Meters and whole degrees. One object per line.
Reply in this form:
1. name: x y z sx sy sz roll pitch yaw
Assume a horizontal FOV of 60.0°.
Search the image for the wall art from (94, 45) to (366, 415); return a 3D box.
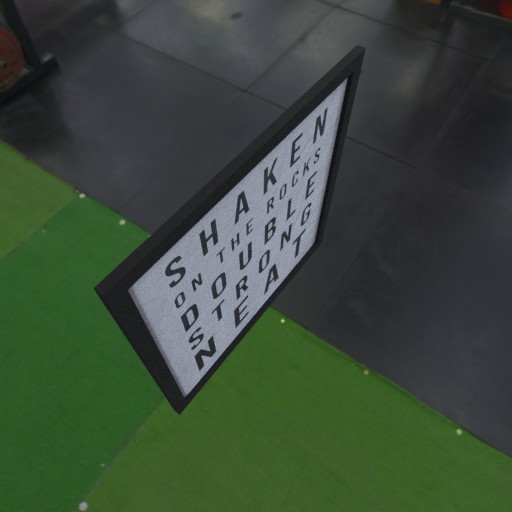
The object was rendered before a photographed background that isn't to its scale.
1. wall art: 0.000 0.000 0.679 0.013 0.458 0.456 33 64 19
